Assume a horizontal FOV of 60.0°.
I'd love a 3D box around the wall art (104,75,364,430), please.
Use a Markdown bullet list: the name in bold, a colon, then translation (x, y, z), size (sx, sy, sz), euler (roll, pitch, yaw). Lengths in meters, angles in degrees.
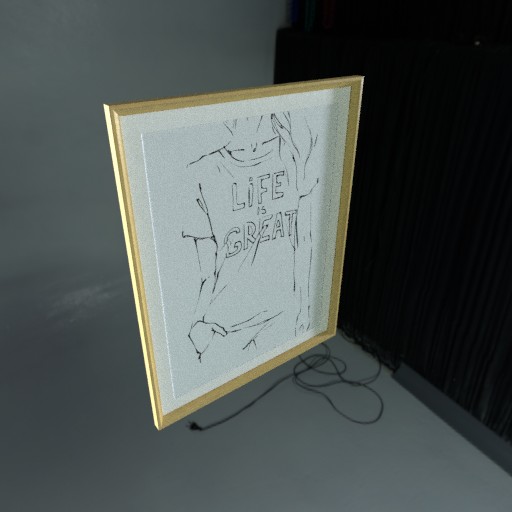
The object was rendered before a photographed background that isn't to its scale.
- **wall art**: translation (0.000, 0.000, 1.397), size (0.798, 1.002, 0.030), euler (-20, 35, -32)
